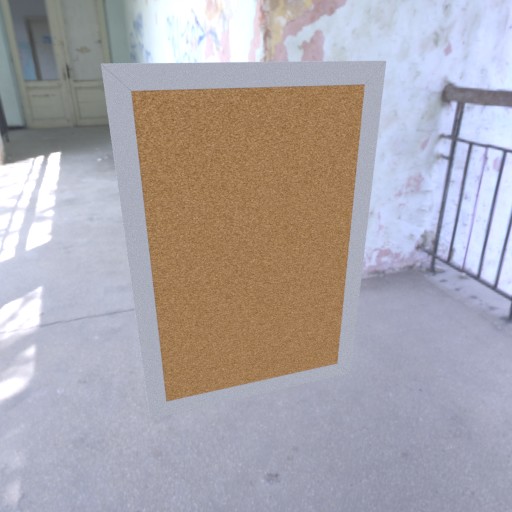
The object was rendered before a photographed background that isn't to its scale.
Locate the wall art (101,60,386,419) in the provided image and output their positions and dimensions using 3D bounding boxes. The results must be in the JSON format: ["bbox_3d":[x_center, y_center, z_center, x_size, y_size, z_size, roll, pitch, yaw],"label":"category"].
[{"bbox_3d":[0.000,0.000,0.821,0.454,0.659,0.011,-8,27,-16],"label":"wall art"}]
